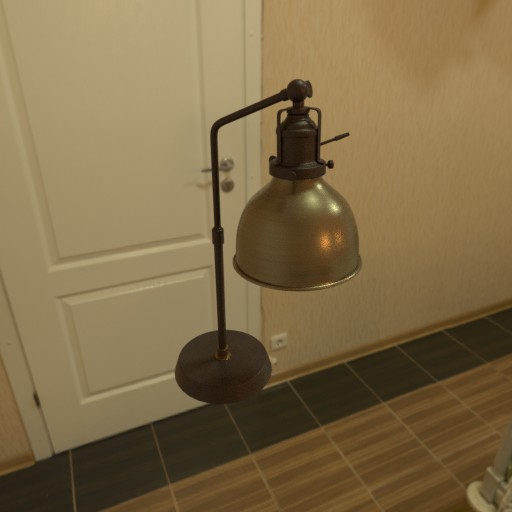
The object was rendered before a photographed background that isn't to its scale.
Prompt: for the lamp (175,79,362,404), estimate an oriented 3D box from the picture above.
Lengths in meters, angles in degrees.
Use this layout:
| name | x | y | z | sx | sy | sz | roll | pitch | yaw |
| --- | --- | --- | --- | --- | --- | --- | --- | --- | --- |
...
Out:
| name | x | y | z | sx | sy | sz | roll | pitch | yaw |
| --- | --- | --- | --- | --- | --- | --- | --- | --- | --- |
| lamp | 0.000 | 0.000 | 0.623 | 0.298 | 0.469 | 0.175 | 19 | 32 | 32 |
